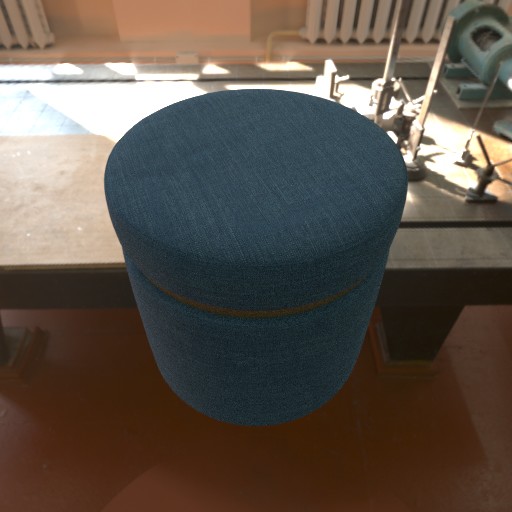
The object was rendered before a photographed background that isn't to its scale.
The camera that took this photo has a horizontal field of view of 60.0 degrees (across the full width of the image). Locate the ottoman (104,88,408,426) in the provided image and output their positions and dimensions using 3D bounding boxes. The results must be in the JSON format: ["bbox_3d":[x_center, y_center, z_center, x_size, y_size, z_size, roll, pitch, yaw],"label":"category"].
[{"bbox_3d":[0.000,0.000,0.717,0.398,0.406,0.398,0,46,0],"label":"ottoman"}]
